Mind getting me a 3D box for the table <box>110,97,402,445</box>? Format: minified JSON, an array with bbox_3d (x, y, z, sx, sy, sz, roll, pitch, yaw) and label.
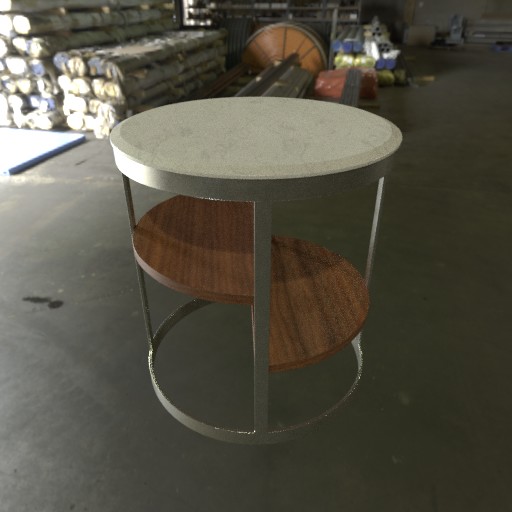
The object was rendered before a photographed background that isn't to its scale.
[{"bbox_3d":[0.000,0.000,0.751,0.407,0.447,0.407,0,30,0],"label":"table"}]
